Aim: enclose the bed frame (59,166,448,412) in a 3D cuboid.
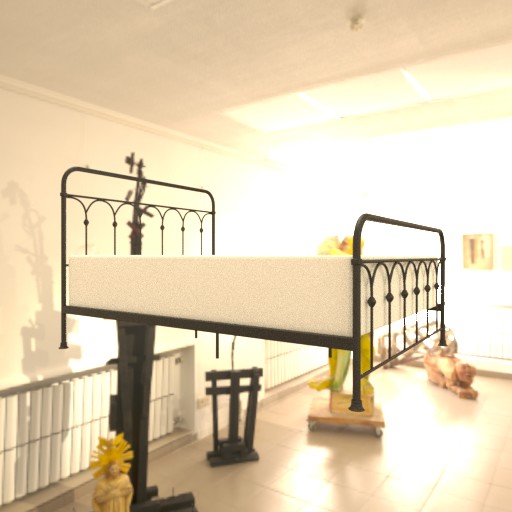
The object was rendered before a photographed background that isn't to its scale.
[{"bbox_3d":[0.000,0.000,3.115,2.203,1.276,1.664,0,0,35],"label":"bed frame"}]
